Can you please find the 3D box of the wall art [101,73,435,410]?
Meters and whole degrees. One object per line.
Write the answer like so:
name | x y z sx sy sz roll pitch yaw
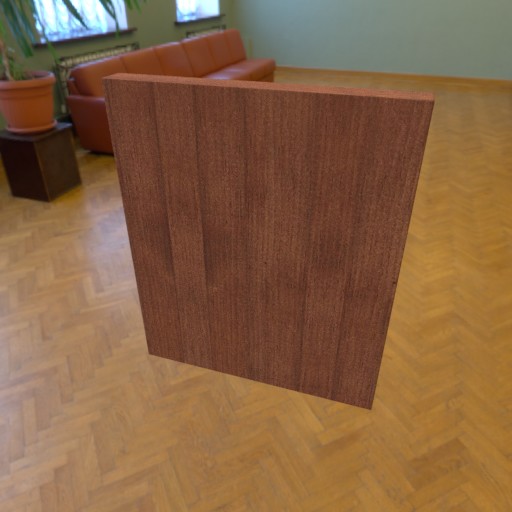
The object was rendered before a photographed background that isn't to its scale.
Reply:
wall art | 0.000 0.000 0.613 0.377 0.449 0.039 10 33 15
